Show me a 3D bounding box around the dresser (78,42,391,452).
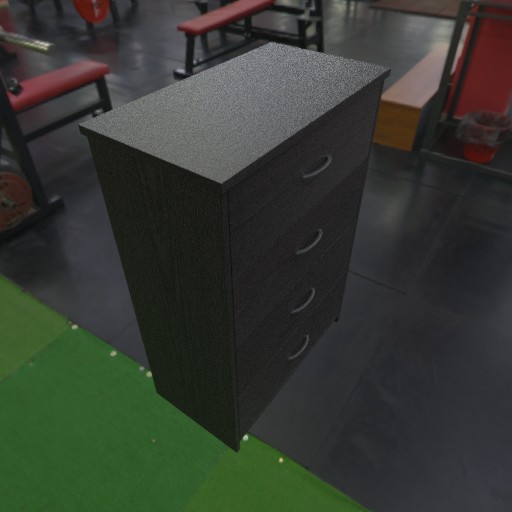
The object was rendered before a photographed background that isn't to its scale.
[{"bbox_3d":[0.000,0.000,1.379,0.399,1.020,0.704,26,48,26],"label":"dresser"}]
